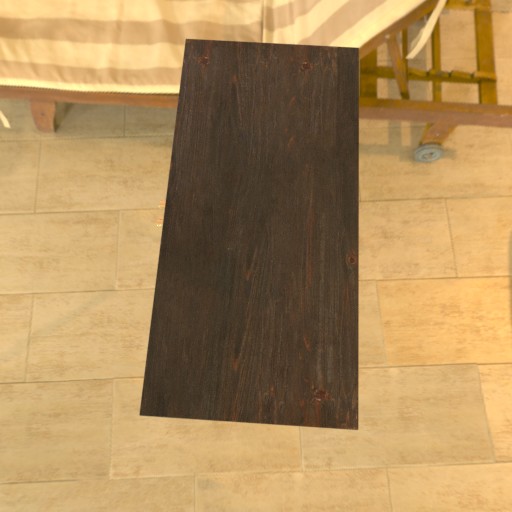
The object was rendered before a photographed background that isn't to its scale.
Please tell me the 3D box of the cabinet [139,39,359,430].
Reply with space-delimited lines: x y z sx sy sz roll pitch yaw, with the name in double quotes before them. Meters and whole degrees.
"cabinet" 0.000 0.000 1.566 0.529 0.897 1.023 3 75 1
